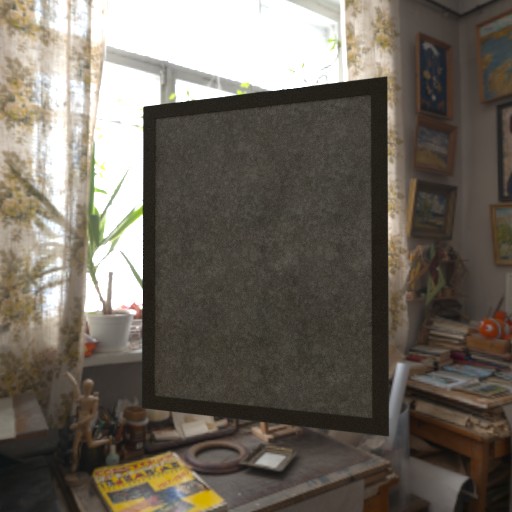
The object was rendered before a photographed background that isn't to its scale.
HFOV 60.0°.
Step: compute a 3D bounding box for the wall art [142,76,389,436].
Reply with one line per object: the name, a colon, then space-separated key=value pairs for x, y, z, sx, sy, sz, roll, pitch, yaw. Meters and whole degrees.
wall art: x=0.000 y=0.000 z=1.340 sx=0.767 sy=0.983 sz=0.030 roll=0 pitch=-1 yaw=18
